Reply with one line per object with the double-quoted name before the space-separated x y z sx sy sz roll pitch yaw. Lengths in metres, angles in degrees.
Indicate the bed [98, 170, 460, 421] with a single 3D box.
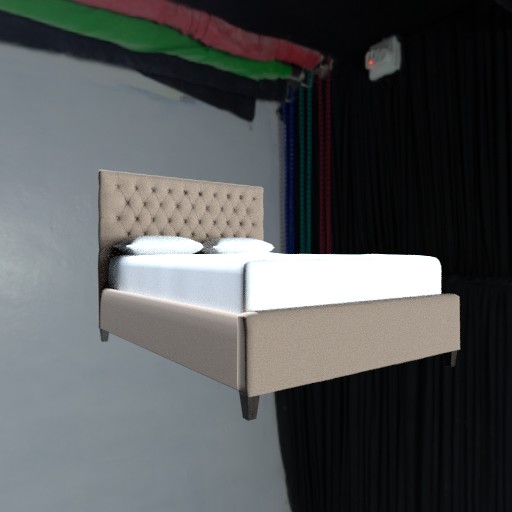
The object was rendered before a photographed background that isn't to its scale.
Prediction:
"bed" 0.000 0.000 3.284 1.696 1.426 2.233 0 0 -35
